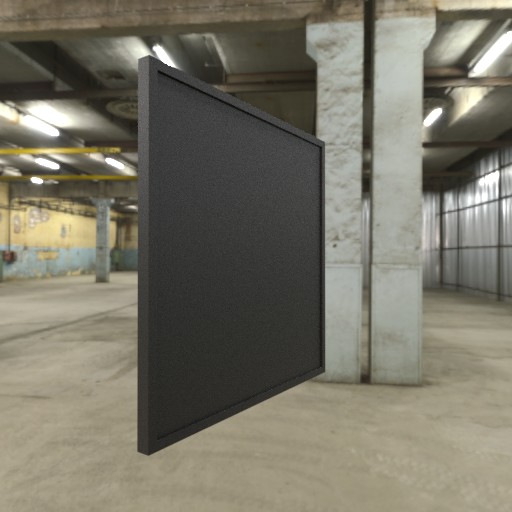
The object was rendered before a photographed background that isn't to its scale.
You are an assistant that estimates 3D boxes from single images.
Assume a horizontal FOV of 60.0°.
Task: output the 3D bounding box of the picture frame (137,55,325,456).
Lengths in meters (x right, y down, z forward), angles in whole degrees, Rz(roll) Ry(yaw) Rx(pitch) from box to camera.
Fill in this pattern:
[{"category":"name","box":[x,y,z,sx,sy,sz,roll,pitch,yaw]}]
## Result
[{"category":"picture frame","box":[0.000,0.000,1.183,0.032,0.775,0.775,0,-1,35]}]
